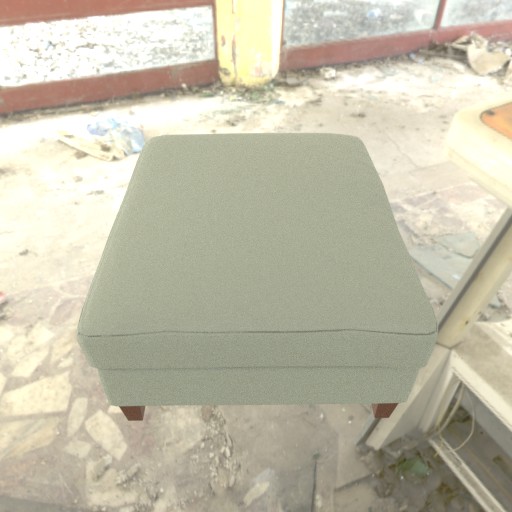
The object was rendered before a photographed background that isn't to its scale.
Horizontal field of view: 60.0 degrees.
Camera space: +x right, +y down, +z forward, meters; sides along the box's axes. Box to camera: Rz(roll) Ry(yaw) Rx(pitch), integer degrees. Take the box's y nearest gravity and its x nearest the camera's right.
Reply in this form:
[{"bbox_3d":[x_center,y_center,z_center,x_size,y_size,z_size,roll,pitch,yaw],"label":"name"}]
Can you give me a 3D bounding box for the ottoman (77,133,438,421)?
[{"bbox_3d":[0.000,0.000,1.477,0.842,0.494,0.991,0,41,-1],"label":"ottoman"}]
